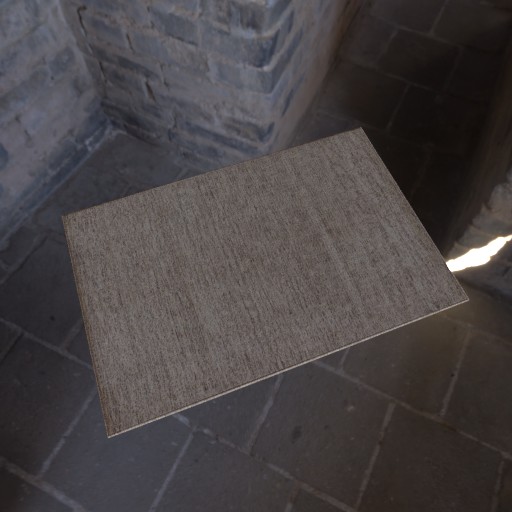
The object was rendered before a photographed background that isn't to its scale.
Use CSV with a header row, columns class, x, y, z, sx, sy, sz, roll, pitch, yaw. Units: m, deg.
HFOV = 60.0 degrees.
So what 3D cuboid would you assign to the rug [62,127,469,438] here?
class,x,y,z,sx,sy,sz,roll,pitch,yaw
rug,0.000,0.000,2.323,1.822,0.018,1.211,-18,65,-9
